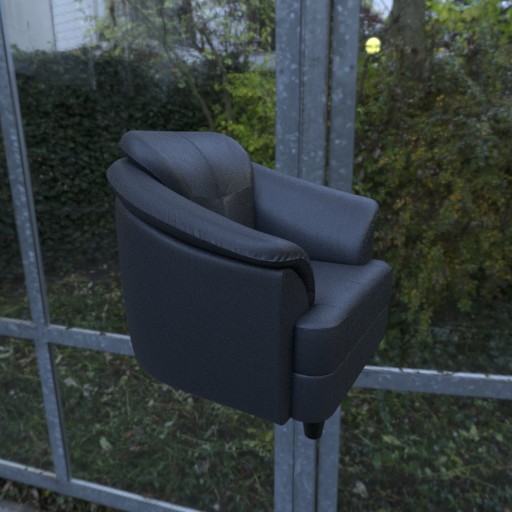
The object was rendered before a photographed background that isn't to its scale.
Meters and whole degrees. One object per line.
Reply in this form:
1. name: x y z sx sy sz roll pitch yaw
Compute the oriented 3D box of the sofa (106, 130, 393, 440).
1. sofa: 0.000 0.000 1.488 0.794 0.811 0.870 8 17 28
